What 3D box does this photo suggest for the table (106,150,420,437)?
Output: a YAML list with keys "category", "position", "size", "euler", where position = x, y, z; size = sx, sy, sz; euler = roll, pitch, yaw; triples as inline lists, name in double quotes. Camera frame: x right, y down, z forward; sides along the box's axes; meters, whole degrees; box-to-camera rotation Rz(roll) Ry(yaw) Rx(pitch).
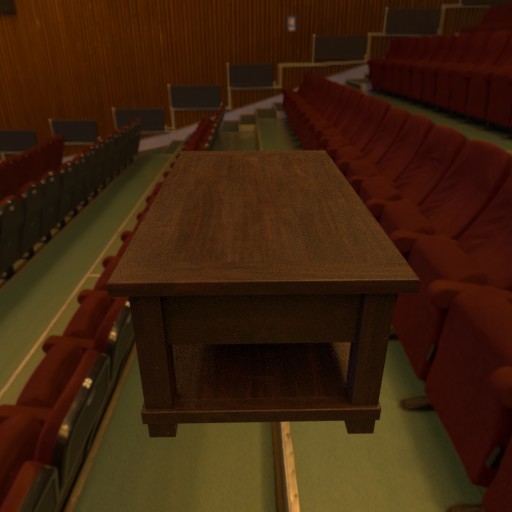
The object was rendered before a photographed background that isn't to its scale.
- category: "table"
  position: [0.000, 0.000, 1.631]
  size: [0.700, 0.494, 1.270]
  euler: [-1, 26, -1]
